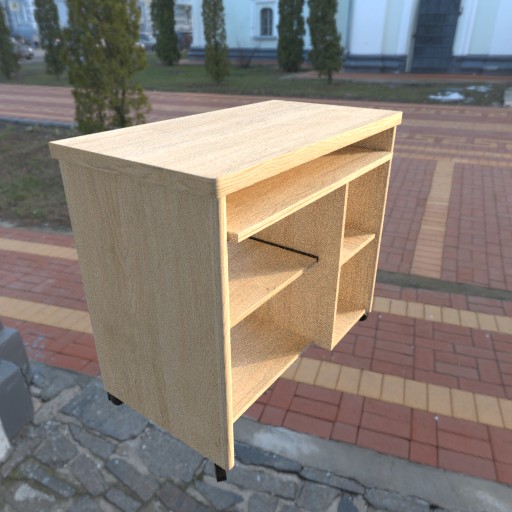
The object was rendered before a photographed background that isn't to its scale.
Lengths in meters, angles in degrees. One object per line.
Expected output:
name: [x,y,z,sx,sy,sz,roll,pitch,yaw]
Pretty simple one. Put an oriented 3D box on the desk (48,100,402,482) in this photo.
desk: [0.000,0.000,1.332,0.480,0.770,0.885,18,32,32]
